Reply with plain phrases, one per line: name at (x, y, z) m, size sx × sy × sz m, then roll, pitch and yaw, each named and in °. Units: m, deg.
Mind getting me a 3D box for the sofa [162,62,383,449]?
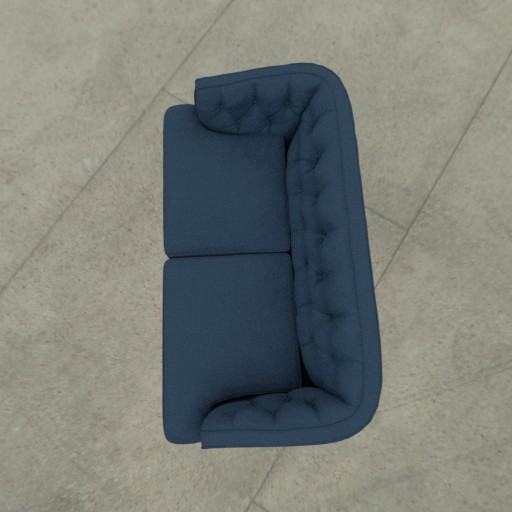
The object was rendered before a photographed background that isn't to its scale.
sofa at (0.000, 0.000, 2.237) m, size 0.941 × 0.854 × 1.733 m, roll -3°, pitch 75°, yaw -1°
